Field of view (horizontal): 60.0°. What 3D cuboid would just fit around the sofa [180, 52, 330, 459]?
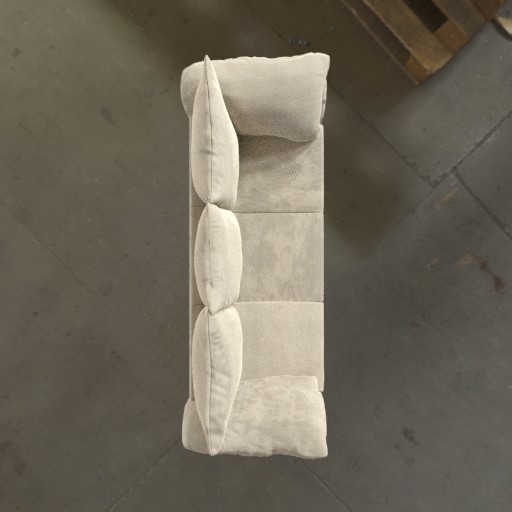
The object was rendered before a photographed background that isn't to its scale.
[{"bbox_3d":[0.000,0.000,2.860,0.893,0.981,2.377,0,90,0],"label":"sofa"}]
